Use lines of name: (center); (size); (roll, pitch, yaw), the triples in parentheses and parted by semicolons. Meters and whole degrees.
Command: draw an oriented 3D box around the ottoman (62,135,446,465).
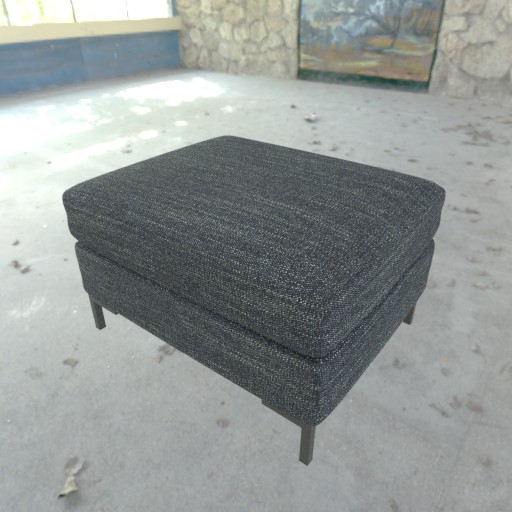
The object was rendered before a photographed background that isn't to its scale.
ottoman: (0.000, 0.000, 1.251); (0.814, 0.491, 0.667); (21, 37, 32)
